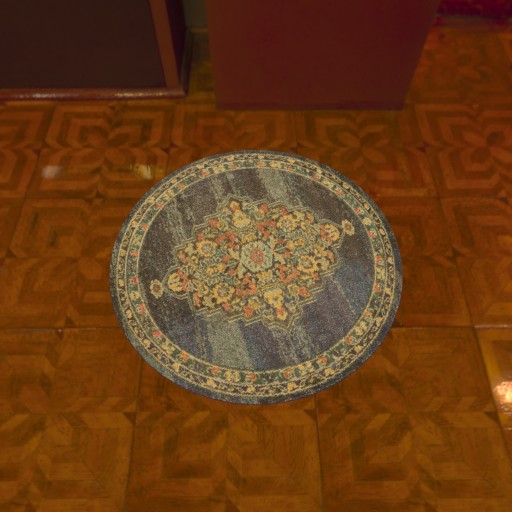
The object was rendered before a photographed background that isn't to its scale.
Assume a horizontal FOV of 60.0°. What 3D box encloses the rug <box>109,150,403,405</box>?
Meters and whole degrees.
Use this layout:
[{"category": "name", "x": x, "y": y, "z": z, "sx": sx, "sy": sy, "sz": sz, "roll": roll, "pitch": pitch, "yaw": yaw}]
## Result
[{"category": "rug", "x": 0.000, "y": 0.000, "z": 2.437, "sx": 1.591, "sy": 0.010, "sz": 1.591, "roll": 0, "pitch": 59, "yaw": 0}]
